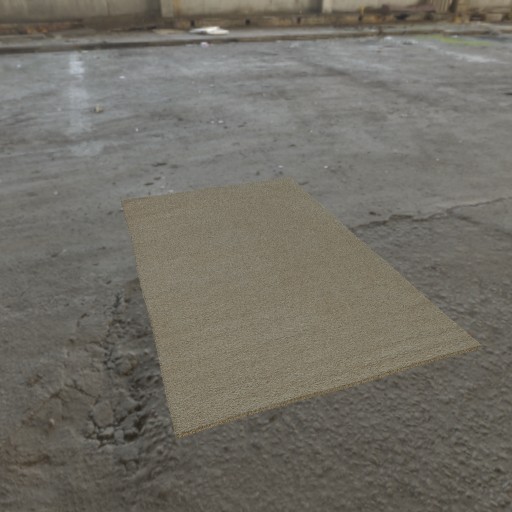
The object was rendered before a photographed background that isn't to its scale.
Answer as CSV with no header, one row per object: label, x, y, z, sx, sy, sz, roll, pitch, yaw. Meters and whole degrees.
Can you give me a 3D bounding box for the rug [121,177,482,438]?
rug,0.000,0.000,2.886,1.500,0.025,2.346,-11,33,-17
